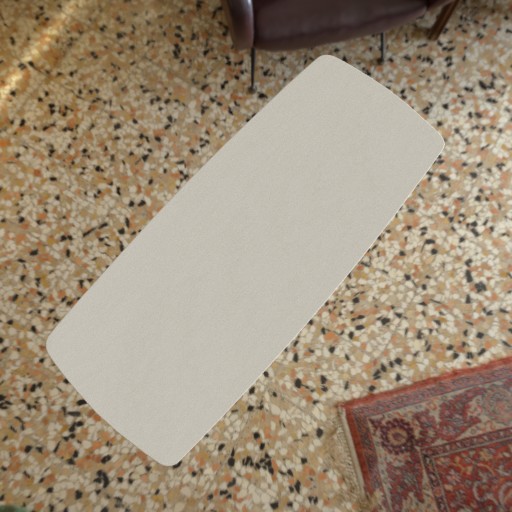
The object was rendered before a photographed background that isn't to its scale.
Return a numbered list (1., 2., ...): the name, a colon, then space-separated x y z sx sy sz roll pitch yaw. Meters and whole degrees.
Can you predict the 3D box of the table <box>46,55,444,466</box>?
1. table: 0.000 0.000 1.568 0.561 0.474 1.334 40 80 9
